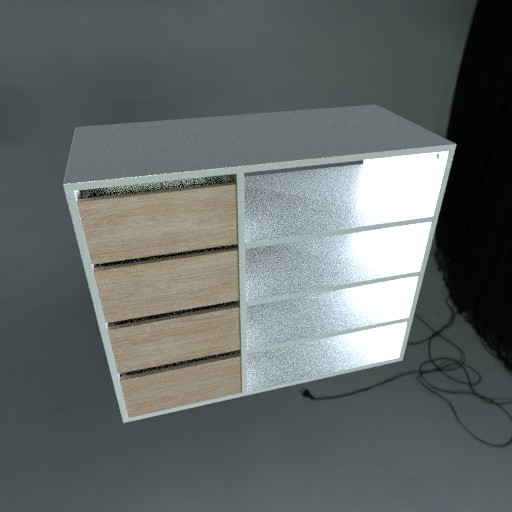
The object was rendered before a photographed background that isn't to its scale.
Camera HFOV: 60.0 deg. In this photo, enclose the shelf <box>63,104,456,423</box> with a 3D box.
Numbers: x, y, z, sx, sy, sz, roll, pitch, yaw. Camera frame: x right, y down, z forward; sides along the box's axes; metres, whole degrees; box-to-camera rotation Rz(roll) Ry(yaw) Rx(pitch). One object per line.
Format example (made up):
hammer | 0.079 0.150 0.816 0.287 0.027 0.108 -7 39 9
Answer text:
shelf | 0.000 0.000 1.327 0.895 0.732 0.396 -9 34 -13
